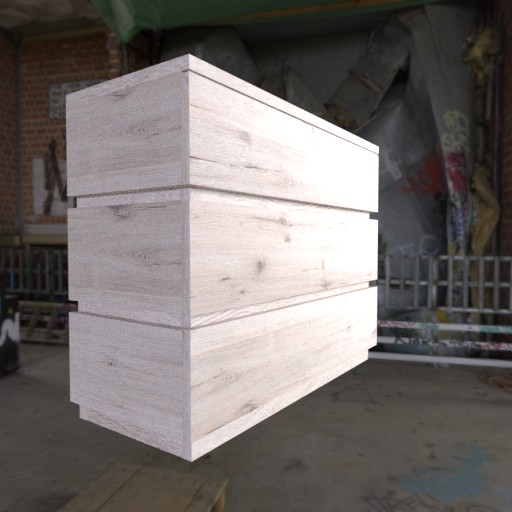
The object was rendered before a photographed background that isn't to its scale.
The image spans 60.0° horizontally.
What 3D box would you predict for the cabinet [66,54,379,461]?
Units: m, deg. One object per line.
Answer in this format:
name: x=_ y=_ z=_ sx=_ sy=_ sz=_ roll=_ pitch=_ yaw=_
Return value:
cabinet: x=0.000 y=0.000 z=1.416 sx=0.420 sy=0.820 sz=1.040 roll=1 pitch=2 yaw=35
